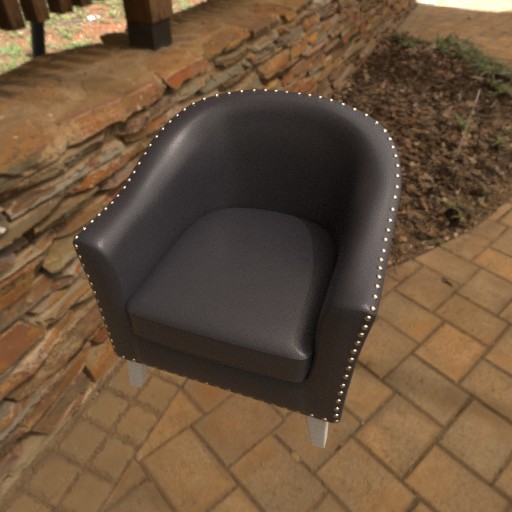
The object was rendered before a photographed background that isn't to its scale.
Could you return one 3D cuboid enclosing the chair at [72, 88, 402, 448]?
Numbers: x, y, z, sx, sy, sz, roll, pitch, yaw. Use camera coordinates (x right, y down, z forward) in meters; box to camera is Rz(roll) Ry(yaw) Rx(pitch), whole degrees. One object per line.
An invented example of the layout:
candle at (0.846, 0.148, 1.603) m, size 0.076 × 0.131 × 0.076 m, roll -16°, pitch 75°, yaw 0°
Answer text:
chair at (0.000, 0.000, 1.434) m, size 0.794 × 0.823 × 0.748 m, roll 13°, pitch 42°, yaw 15°
